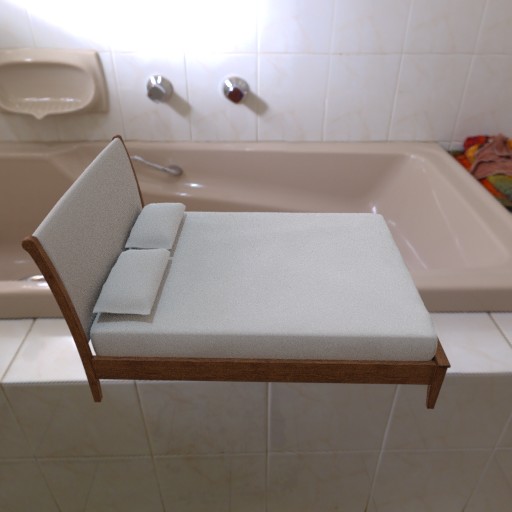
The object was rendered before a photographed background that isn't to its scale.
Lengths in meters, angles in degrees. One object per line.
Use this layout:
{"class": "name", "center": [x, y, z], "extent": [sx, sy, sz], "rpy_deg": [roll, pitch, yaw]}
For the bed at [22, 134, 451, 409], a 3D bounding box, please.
{"class": "bed", "center": [0.000, 0.000, 2.898], "extent": [2.108, 1.135, 1.502], "rpy_deg": [1, 34, 1]}
